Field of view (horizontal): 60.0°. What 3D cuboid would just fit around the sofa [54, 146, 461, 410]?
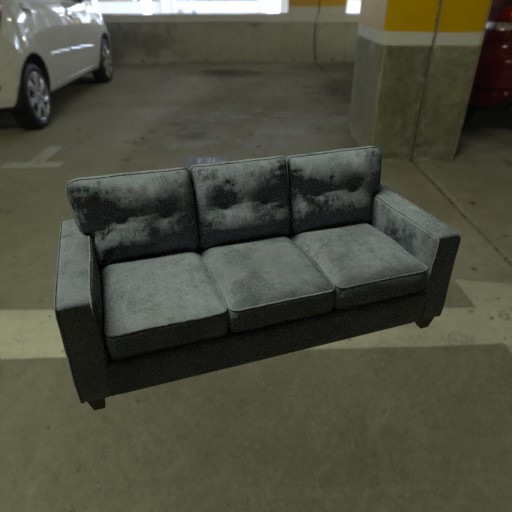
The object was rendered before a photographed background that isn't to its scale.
[{"bbox_3d":[0.000,0.000,2.603,2.133,0.965,0.939,-10,32,-16],"label":"sofa"}]
